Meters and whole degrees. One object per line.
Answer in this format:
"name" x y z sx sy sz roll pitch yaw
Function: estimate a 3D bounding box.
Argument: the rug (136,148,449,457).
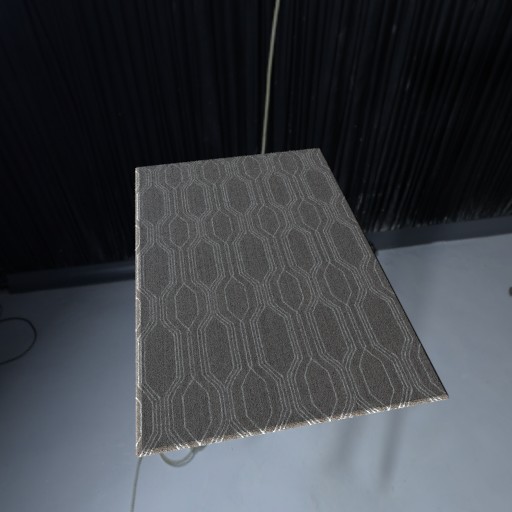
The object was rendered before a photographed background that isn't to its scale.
"rug" 0.000 0.000 2.320 1.239 0.012 1.836 -8 47 -7
